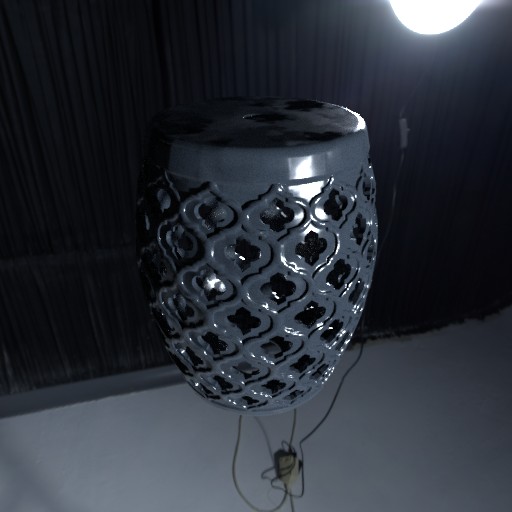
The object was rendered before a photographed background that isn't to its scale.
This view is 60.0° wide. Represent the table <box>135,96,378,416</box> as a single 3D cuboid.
[{"bbox_3d":[0.000,0.000,0.630,0.325,0.388,0.325,0,31,0],"label":"table"}]
